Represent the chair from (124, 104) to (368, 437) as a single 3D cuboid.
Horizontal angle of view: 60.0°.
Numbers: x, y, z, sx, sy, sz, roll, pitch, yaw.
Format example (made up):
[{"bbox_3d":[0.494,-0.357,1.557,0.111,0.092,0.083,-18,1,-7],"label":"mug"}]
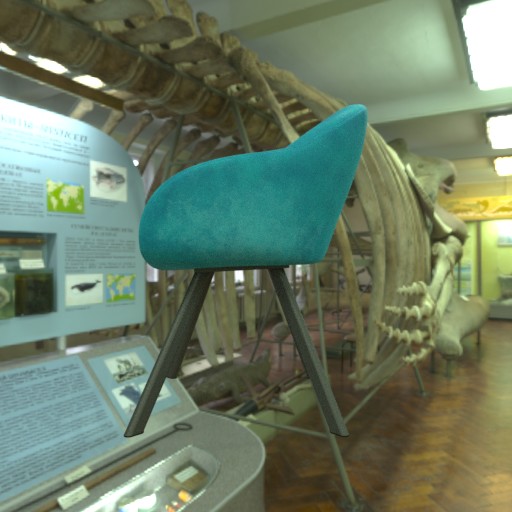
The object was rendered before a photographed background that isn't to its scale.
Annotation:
[{"bbox_3d":[0.000,0.000,1.218,0.590,0.795,0.550,0,0,0],"label":"chair"}]
